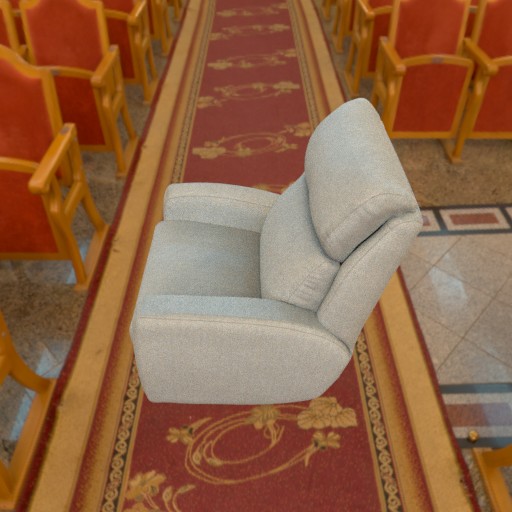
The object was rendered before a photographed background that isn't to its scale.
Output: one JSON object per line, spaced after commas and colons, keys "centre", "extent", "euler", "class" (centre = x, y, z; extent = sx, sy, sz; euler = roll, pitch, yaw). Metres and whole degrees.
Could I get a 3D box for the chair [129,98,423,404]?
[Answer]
{"centre": [0.000, 0.000, 1.695], "extent": [0.940, 1.016, 0.794], "euler": [0, 44, 0], "class": "chair"}
